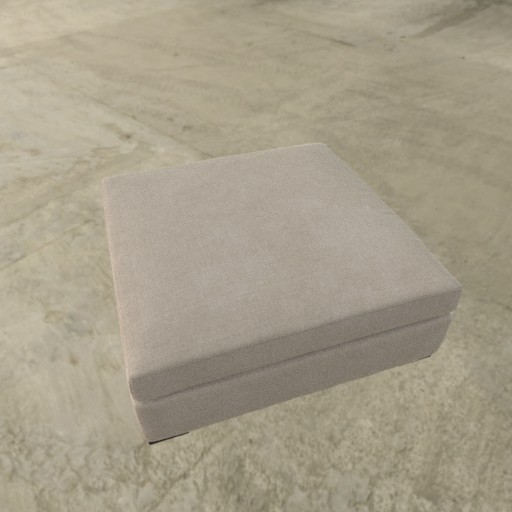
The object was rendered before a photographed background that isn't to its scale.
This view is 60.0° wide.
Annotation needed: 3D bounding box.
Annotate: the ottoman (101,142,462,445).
[{"bbox_3d":[0.000,0.000,1.896,1.203,0.517,1.171,-13,43,-14],"label":"ottoman"}]
